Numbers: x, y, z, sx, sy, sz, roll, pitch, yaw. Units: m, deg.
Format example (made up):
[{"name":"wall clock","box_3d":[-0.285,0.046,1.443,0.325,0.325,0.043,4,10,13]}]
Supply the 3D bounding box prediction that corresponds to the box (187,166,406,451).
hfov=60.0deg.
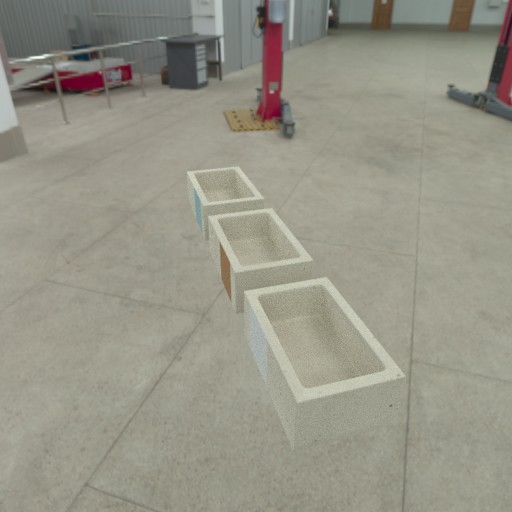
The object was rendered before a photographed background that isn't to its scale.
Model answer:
[{"name":"box","box_3d":[0.000,0.000,0.502,0.082,0.051,0.461,-9,31,-14]}]
